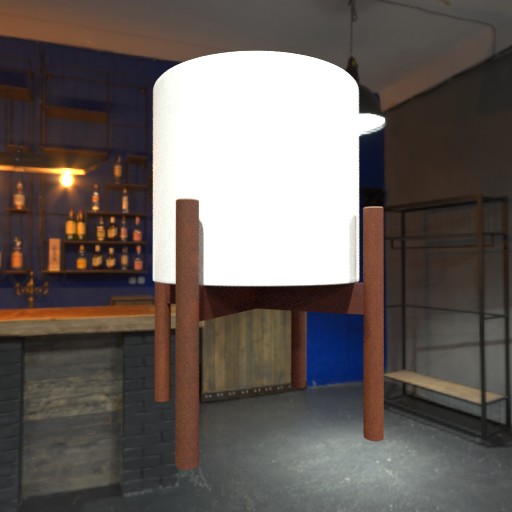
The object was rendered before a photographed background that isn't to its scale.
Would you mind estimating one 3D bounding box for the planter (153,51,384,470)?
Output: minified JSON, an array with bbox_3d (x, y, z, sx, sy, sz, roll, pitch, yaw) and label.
[{"bbox_3d":[0.000,0.000,0.495,0.224,0.358,0.224,0,0,-18],"label":"planter"}]
